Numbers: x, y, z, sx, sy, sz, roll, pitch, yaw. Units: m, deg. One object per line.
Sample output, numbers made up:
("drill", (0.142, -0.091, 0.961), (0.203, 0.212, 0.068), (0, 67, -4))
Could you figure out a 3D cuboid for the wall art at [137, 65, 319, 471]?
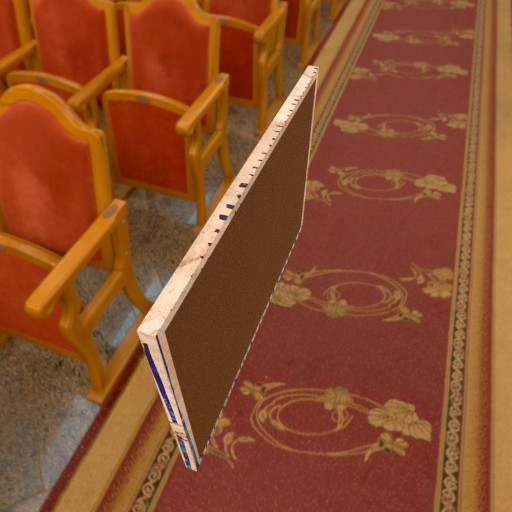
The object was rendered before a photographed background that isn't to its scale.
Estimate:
("wall art", (0.000, 0.000, 1.155), (0.030, 0.609, 0.919), (15, 49, 14))
